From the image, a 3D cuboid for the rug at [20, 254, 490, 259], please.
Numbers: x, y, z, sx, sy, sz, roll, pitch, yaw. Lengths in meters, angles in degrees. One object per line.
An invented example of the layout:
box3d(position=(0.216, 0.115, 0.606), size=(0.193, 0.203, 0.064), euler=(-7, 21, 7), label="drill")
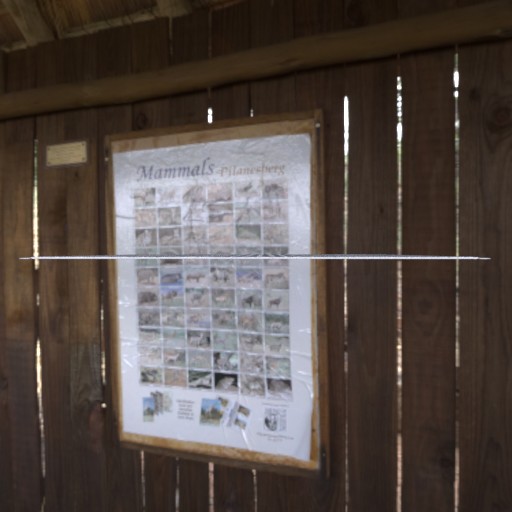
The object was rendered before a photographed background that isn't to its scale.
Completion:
box3d(position=(0.000, 0.000, 3.853), size=(2.910, 0.013, 2.256), euler=(0, 1, 1), label="rug")
